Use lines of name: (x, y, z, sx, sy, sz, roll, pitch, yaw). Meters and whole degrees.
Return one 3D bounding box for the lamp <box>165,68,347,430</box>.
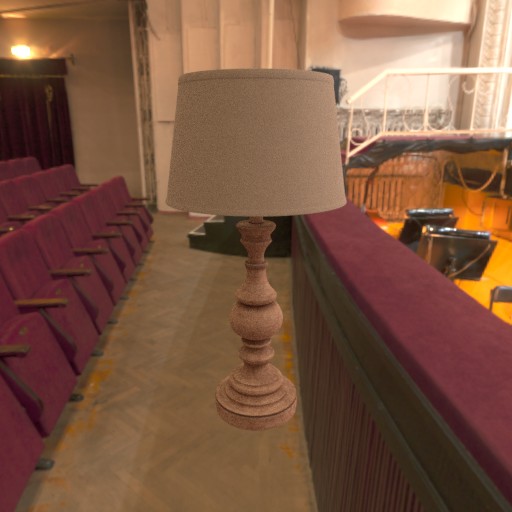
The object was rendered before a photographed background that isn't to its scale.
lamp: (0.000, 0.000, 0.878, 0.340, 0.678, 0.340, 0, 16, 0)
